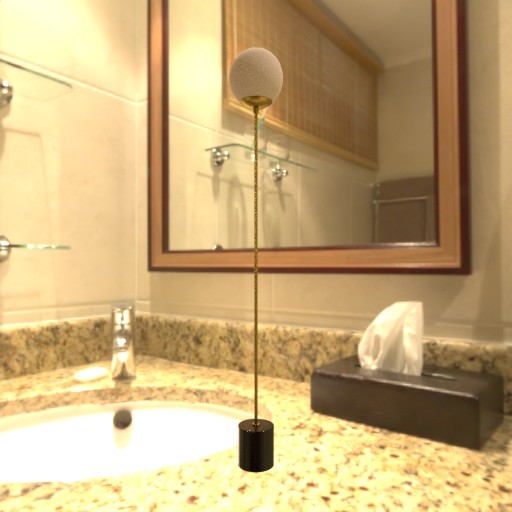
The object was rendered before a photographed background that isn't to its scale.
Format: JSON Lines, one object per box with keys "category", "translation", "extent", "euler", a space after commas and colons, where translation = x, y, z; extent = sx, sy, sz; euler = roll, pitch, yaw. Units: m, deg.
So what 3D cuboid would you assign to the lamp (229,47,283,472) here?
{"category": "lamp", "translation": [0.000, 0.000, 1.872], "extent": [0.229, 1.748, 0.229], "euler": [0, -1, -2]}
